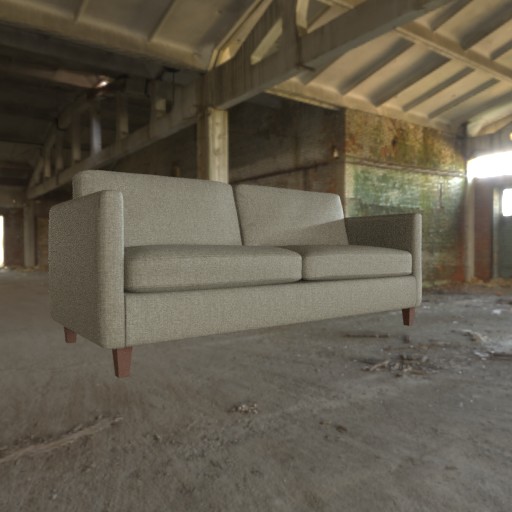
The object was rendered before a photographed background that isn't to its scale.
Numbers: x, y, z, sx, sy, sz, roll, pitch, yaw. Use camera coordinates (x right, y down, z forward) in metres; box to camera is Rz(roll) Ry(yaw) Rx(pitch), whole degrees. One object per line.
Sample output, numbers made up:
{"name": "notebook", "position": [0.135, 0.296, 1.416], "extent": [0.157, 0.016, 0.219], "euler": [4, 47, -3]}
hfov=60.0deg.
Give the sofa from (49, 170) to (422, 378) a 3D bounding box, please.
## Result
{"name": "sofa", "position": [0.000, 0.000, 2.749], "extent": [2.208, 0.960, 0.956], "euler": [-1, 2, -37]}
